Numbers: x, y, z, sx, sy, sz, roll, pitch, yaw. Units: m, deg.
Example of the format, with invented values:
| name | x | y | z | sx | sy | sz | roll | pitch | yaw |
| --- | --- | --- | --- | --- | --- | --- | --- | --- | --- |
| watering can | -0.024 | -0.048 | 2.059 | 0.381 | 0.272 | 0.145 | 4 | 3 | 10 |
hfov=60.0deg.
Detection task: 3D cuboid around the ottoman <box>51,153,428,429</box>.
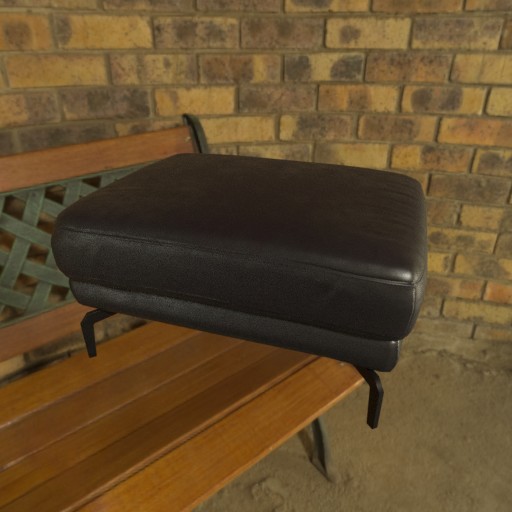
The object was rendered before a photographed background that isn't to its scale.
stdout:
| name | x | y | z | sx | sy | sz | roll | pitch | yaw |
| --- | --- | --- | --- | --- | --- | --- | --- | --- | --- |
| ottoman | 0.000 | 0.000 | 1.097 | 0.764 | 0.402 | 0.570 | 9 | 28 | 17 |
